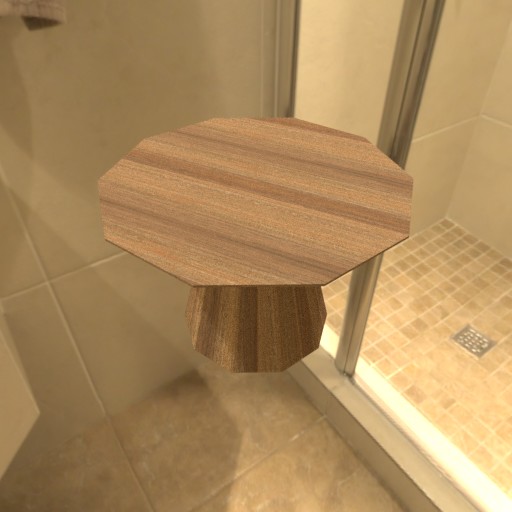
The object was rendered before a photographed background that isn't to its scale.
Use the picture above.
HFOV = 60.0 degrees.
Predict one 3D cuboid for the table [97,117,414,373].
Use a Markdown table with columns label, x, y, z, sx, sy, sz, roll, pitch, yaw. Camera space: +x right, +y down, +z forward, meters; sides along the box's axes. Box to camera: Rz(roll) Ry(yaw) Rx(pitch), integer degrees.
| label | x | y | z | sx | sy | sz | roll | pitch | yaw |
| --- | --- | --- | --- | --- | --- | --- | --- | --- | --- |
| table | 0.000 | 0.000 | 1.906 | 1.186 | 0.752 | 1.186 | 0 | 40 | 0 |
